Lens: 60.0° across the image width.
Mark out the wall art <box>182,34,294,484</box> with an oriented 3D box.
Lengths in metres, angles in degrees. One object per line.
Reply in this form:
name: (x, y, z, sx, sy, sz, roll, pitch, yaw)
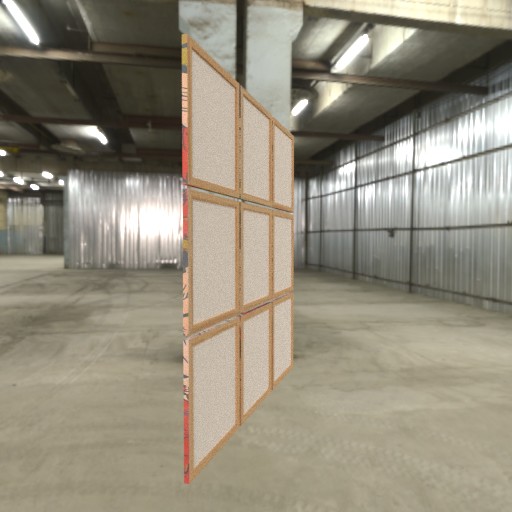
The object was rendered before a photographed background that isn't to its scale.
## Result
wall art: (0.000, 0.000, 1.328, 0.013, 0.913, 0.904, 1, 2, 18)
